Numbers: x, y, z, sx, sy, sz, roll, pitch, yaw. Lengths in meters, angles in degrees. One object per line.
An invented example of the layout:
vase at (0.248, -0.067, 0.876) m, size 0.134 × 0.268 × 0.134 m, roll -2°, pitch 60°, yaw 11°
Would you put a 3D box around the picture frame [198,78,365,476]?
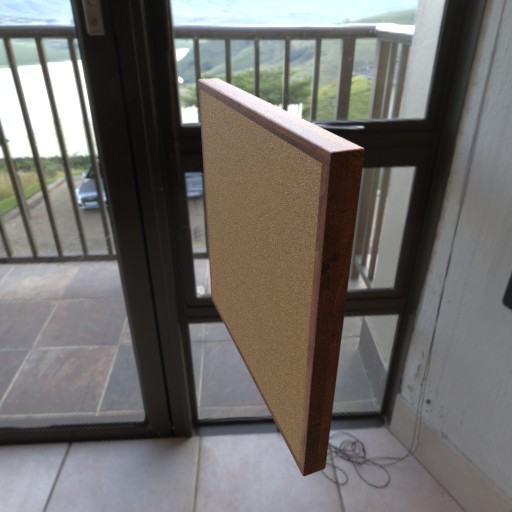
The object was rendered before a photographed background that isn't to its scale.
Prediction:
picture frame at (0.000, 0.000, 0.536) m, size 0.028 × 0.356 × 0.352 m, roll -11°, pitch 32°, yaw -18°
